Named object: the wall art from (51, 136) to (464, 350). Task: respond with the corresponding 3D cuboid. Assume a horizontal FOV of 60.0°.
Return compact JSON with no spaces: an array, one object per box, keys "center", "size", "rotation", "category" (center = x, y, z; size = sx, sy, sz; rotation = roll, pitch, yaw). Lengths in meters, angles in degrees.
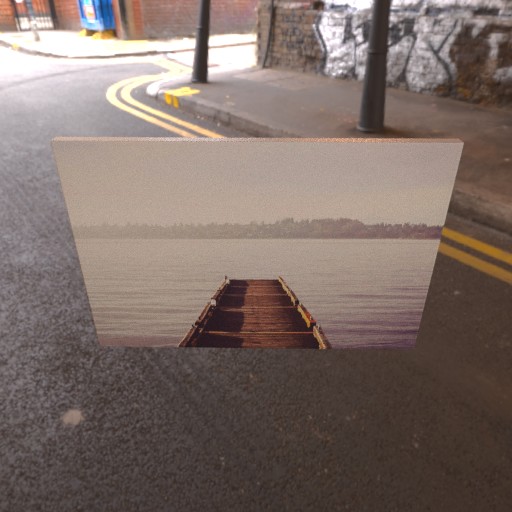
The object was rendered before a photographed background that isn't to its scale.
[{"center":[0.000,0.000,0.773],"size":[0.615,0.410,0.021],"rotation":[0,31,1],"category":"wall art"}]
